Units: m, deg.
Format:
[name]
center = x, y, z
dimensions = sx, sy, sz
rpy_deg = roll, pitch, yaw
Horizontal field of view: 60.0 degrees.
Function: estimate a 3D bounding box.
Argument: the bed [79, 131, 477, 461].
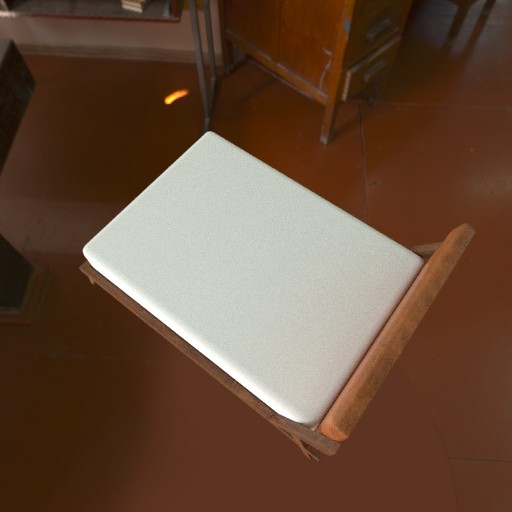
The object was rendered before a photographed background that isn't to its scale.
[bed]
center = 0.000, 0.000, 3.270
dimensions = 2.311, 1.168, 1.651
rpy_deg = 34, 68, 16
